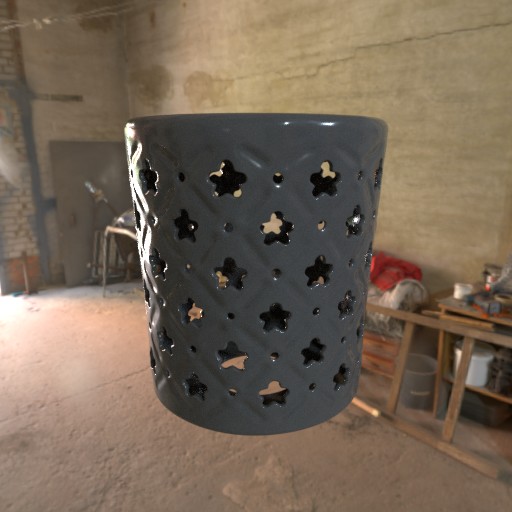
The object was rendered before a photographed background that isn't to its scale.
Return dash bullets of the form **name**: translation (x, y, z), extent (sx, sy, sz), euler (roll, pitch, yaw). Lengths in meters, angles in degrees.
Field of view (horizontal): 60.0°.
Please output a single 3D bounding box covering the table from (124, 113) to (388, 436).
- **table**: translation (0.000, 0.000, 0.654), extent (0.352, 0.387, 0.352), euler (0, 14, 0)
